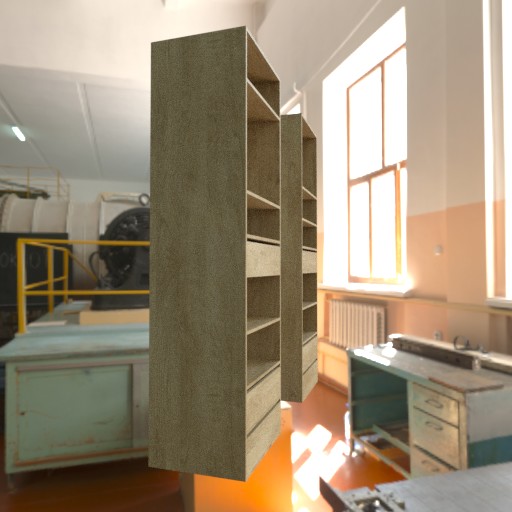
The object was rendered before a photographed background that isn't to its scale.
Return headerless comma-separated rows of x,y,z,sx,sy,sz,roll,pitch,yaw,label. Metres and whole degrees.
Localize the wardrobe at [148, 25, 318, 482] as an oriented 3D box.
0.000,0.000,2.857,0.480,2.000,1.770,0,-1,18,wardrobe
